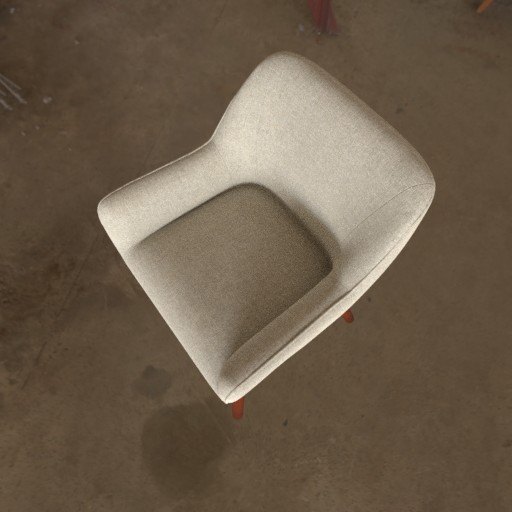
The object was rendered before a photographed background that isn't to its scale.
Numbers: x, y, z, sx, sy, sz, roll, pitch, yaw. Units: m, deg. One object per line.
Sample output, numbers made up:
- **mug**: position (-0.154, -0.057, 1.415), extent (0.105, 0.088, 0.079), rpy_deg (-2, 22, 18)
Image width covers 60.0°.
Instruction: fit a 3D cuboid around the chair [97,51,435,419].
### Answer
- **chair**: position (0.000, 0.000, 1.254), extent (0.610, 0.813, 0.610), rpy_deg (-34, 68, -16)
